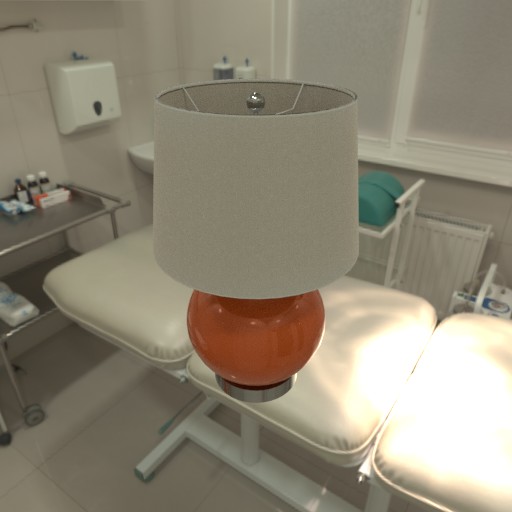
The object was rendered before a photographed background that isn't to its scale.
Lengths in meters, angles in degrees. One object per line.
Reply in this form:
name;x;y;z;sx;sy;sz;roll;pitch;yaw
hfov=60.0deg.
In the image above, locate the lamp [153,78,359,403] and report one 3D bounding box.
lamp;0.000;0.000;0.552;0.247;0.387;0.247;0;30;0
